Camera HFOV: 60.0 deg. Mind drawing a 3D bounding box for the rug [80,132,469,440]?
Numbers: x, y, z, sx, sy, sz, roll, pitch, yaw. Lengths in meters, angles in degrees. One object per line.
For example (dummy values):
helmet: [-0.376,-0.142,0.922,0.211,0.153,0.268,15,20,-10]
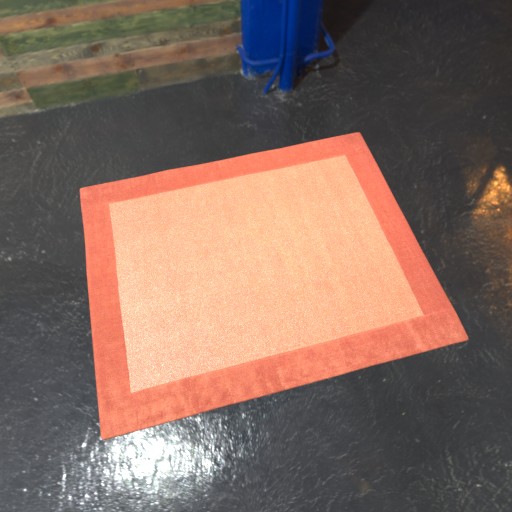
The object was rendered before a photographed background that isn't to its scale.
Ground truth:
rug: [0.000,0.000,4.001,2.976,0.018,2.430,-13,60,-8]
